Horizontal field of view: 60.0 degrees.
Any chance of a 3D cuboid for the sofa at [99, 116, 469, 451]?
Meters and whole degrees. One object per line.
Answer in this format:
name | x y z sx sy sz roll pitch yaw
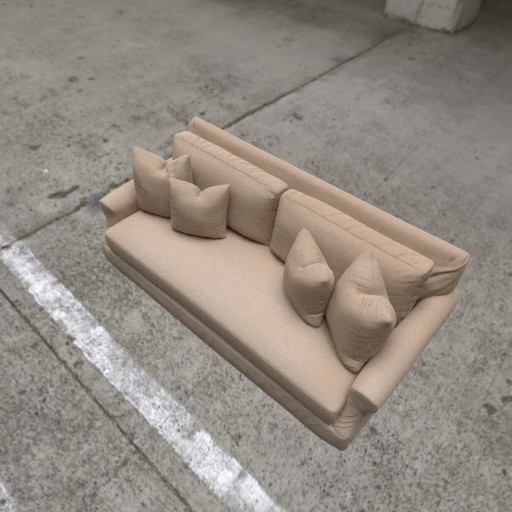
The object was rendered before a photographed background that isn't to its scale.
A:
sofa | 0.000 0.000 2.862 2.285 0.904 1.067 33 55 27
